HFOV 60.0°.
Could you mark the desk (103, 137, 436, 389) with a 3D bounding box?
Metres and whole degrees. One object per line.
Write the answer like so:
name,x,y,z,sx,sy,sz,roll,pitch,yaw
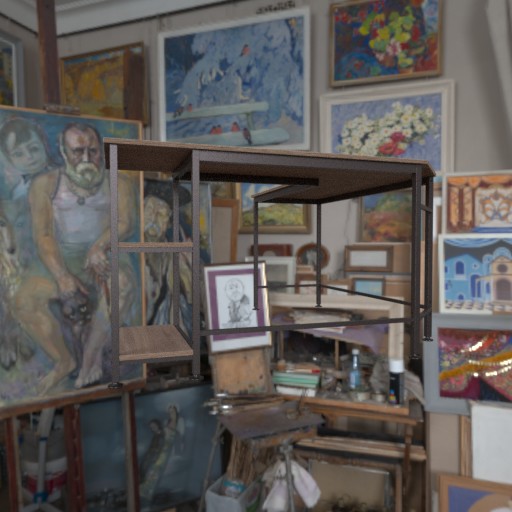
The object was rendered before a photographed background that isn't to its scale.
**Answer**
desk,0.000,0.000,2.163,1.379,0.739,1.379,-1,2,-18
